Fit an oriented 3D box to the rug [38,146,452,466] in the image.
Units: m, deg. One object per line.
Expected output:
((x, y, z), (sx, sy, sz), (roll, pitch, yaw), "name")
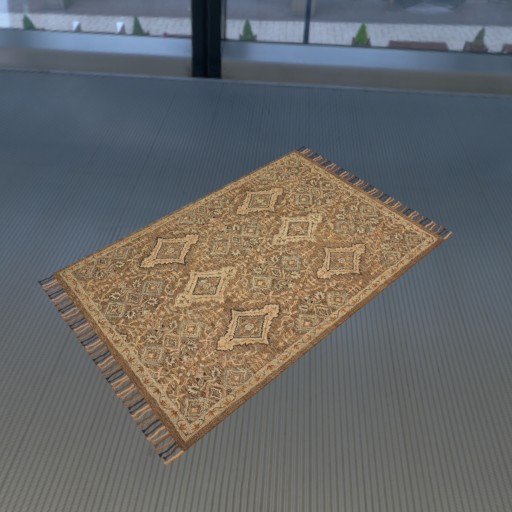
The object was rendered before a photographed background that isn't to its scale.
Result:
((0.000, 0.000, 3.031), (2.434, 0.010, 1.516), (-32, 54, -27), "rug")
